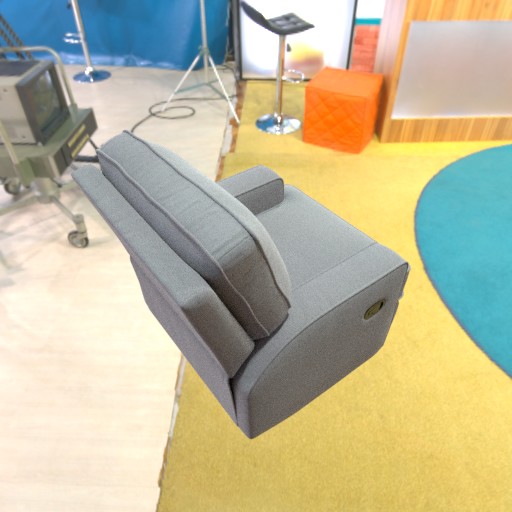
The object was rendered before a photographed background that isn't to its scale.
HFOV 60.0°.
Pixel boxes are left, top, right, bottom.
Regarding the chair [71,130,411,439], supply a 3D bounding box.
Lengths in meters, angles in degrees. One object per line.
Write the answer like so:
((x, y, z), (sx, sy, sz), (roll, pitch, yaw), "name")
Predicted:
((0.000, 0.000, 1.679), (0.969, 0.964, 0.861), (-26, 48, -27), "chair")
